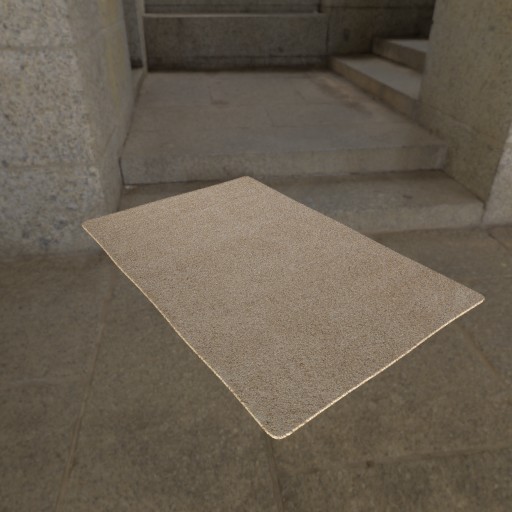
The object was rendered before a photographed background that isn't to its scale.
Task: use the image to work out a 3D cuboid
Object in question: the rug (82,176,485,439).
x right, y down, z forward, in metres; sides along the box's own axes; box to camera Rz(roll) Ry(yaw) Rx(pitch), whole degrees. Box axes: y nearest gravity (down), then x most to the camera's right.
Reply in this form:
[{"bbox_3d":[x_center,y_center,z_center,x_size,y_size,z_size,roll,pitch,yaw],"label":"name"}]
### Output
[{"bbox_3d":[0.000,0.000,3.398,1.801,0.024,2.700,-22,38,-31],"label":"rug"}]
